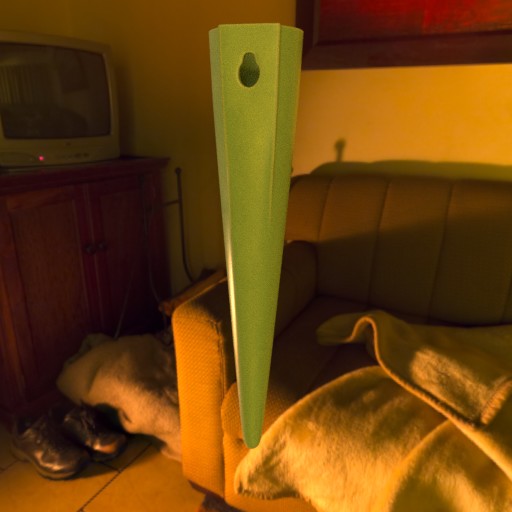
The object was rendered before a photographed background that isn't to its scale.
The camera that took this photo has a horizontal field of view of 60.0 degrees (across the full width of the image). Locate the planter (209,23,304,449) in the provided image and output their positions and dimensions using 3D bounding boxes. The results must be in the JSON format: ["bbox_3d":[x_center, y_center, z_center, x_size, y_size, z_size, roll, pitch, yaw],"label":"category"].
[{"bbox_3d":[0.000,0.000,0.292,0.054,0.268,0.055,2,17,7],"label":"planter"}]
